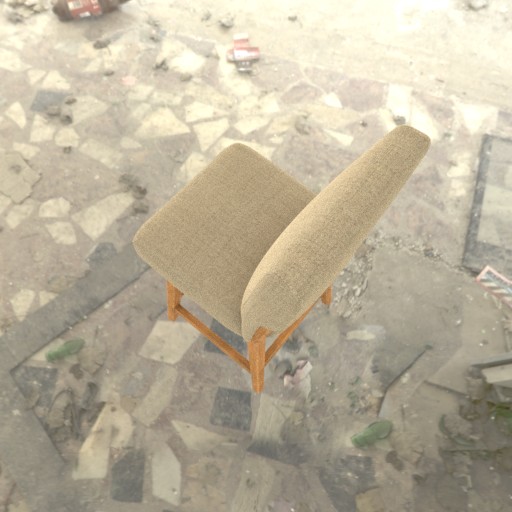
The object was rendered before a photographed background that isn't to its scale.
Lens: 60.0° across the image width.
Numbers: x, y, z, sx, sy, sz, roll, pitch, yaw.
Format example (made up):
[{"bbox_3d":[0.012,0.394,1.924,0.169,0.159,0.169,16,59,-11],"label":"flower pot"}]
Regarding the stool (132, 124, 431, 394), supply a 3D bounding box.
[{"bbox_3d":[0.000,0.000,1.271,0.526,1.010,0.459,36,69,16],"label":"stool"}]
